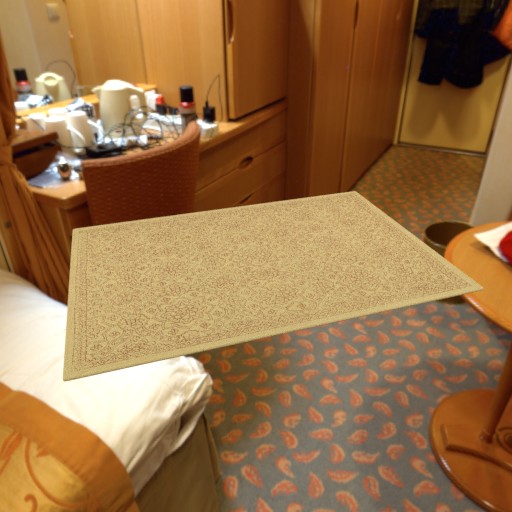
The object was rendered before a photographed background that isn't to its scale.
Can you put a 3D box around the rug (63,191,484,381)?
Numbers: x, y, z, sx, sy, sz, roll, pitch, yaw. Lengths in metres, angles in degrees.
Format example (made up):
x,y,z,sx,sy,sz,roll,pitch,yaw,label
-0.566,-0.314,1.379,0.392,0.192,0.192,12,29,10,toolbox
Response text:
x,y,z,sx,sy,sz,roll,pitch,yaw,label
0.000,0.000,2.302,1.829,0.010,1.219,-9,32,-15,rug
